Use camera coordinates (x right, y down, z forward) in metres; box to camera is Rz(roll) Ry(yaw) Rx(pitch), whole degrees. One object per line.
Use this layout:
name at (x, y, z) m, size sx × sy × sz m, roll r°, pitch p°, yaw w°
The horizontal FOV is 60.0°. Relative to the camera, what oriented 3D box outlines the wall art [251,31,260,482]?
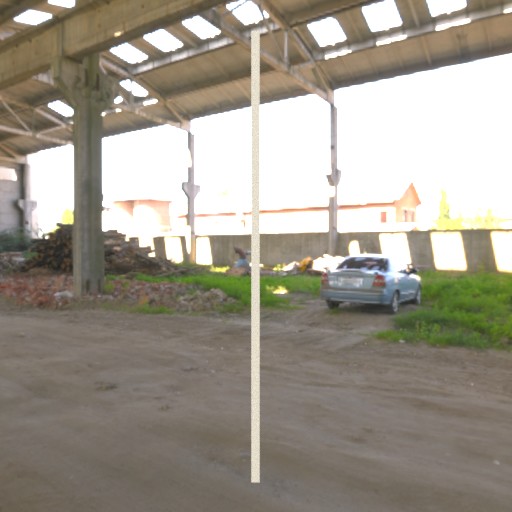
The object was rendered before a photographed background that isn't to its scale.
wall art at (0.000, 0.000, 1.203) m, size 0.015 × 0.812 × 0.812 m, roll 0°, pitch 0°, yaw 0°
